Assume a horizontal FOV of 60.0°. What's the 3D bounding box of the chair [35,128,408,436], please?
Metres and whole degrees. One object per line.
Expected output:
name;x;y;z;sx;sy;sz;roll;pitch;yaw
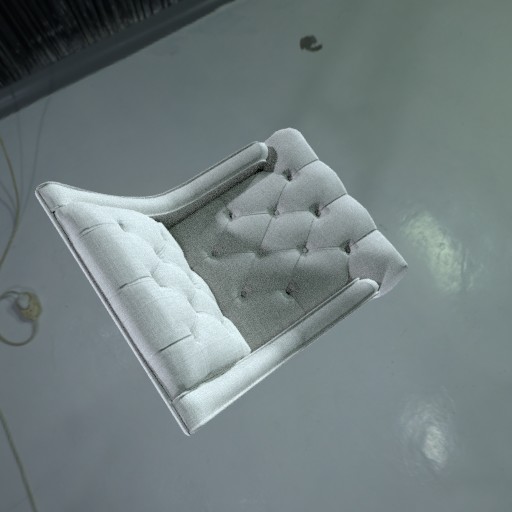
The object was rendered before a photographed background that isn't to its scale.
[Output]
chair;0.000;0.000;1.386;0.772;0.891;0.658;-34;77;-9
